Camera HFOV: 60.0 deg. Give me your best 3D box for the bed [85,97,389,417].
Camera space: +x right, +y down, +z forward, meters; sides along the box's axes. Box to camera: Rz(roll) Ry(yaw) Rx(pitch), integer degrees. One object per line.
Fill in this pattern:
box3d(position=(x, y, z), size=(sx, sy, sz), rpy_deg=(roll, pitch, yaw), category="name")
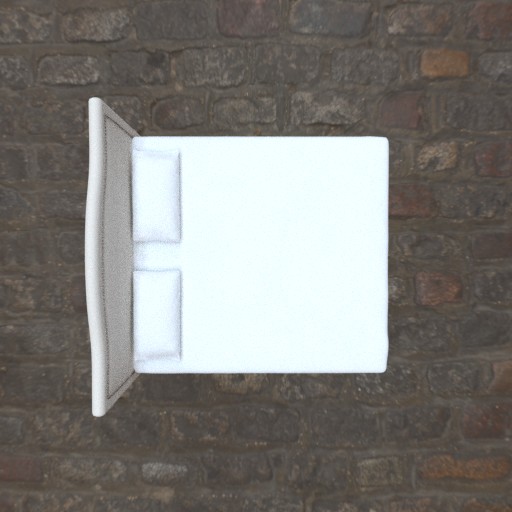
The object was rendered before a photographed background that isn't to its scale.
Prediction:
box3d(position=(0.000, 0.000, 3.483), size=(2.182, 1.421, 2.083), rpy_deg=(0, 92, 0), category="bed")
